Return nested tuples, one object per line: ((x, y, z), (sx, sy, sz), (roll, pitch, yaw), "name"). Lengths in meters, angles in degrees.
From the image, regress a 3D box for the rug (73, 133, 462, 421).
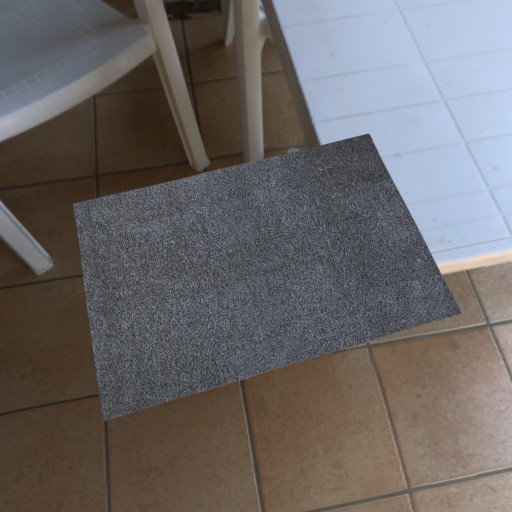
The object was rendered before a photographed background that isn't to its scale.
((0.000, 0.000, 3.544), (2.699, 0.026, 1.802), (-15, 65, -7), "rug")
